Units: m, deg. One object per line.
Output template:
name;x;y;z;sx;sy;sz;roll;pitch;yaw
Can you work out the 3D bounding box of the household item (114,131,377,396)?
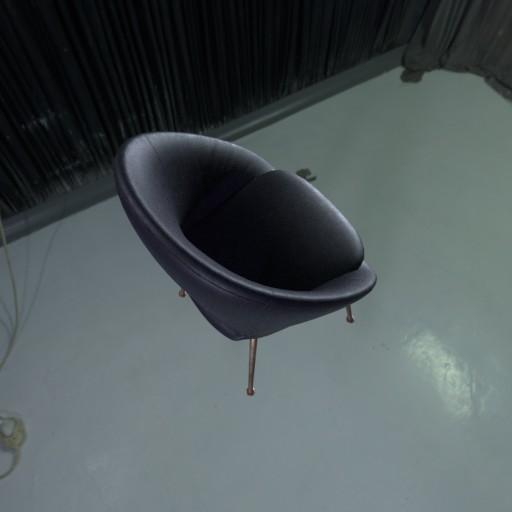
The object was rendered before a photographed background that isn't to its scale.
household item;0.000;0.000;1.269;0.573;0.852;0.623;-32;64;-17
